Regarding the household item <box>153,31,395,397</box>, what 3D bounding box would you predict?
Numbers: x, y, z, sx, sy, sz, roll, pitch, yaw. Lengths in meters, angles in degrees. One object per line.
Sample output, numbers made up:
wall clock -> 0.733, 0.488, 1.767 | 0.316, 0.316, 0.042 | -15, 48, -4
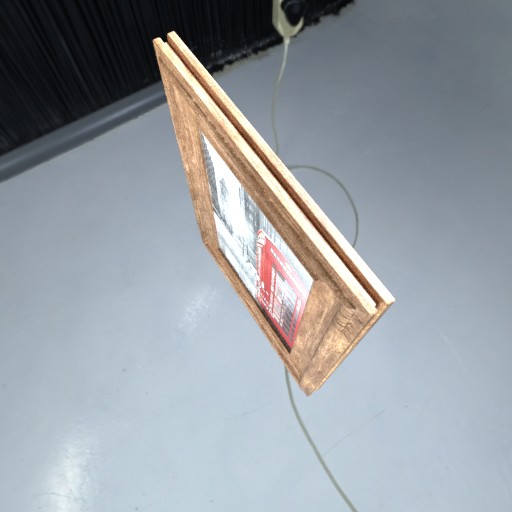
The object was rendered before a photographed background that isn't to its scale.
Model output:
household item -> 0.000, 0.000, 0.316 | 0.018, 0.237, 0.186 | -30, 69, -13
